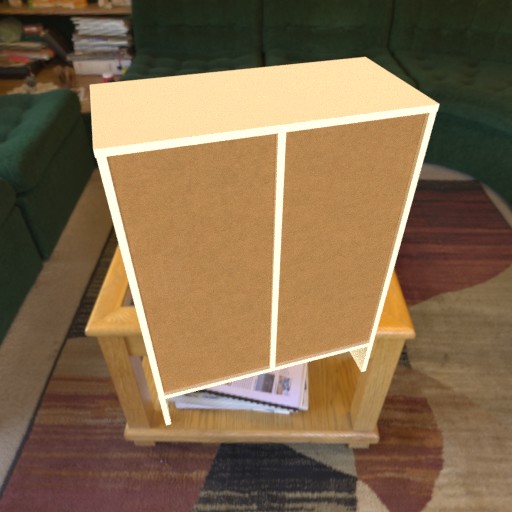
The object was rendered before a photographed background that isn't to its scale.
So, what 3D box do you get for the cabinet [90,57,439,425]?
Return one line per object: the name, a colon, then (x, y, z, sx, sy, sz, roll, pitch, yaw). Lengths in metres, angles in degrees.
cabinet: (0.000, 0.000, 1.104, 0.600, 0.815, 0.296, -11, 42, -13)
